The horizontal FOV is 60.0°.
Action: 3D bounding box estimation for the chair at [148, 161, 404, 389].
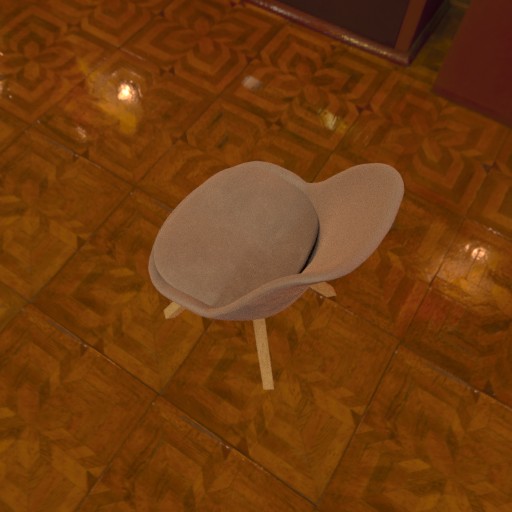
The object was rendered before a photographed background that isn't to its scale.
[{"bbox_3d":[0.000,0.000,1.203,0.550,0.850,0.485,32,68,15],"label":"chair"}]
